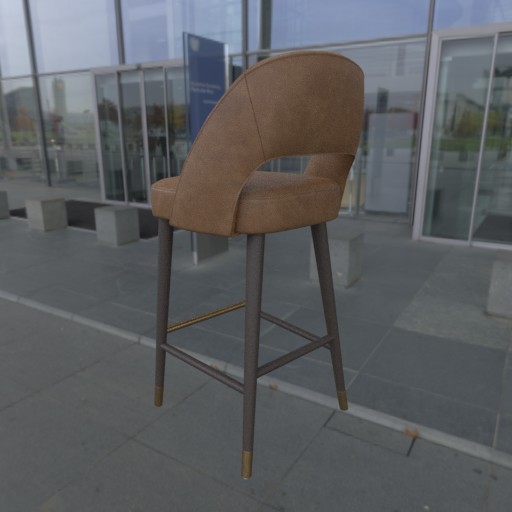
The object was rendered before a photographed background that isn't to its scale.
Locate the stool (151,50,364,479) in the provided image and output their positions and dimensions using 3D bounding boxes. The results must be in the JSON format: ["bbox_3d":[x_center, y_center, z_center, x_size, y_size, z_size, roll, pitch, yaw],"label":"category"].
[{"bbox_3d":[0.000,0.000,1.292,0.494,1.037,0.509,-14,21,-41],"label":"stool"}]
